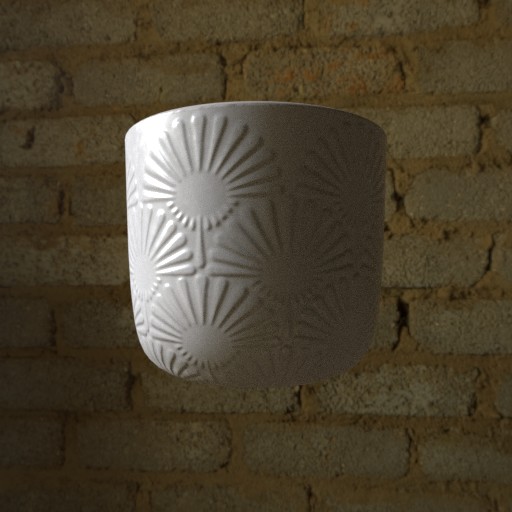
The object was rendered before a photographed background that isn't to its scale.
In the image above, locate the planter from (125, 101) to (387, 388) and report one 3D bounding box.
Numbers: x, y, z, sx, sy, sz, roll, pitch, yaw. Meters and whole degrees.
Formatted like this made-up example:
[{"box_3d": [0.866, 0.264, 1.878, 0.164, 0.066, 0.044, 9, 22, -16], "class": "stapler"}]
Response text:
[{"box_3d": [0.000, 0.000, 0.218, 0.124, 0.109, 0.124, 0, -1, 0], "class": "planter"}]
